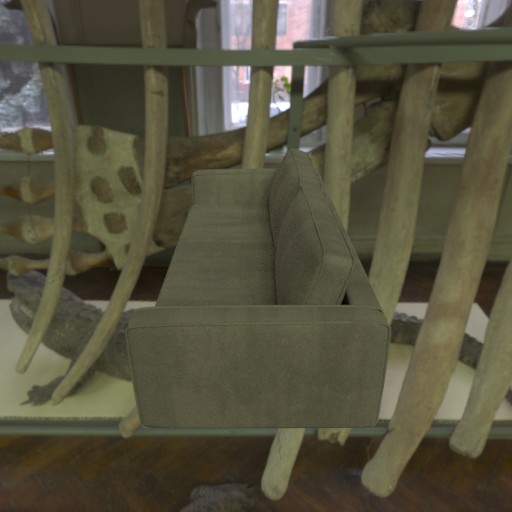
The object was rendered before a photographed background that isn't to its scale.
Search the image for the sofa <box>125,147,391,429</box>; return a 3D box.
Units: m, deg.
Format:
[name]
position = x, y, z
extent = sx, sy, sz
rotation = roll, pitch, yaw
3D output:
[sofa]
position = 0.000, 0.000, 2.413
extent = 0.924, 0.825, 1.920
rotation = 0, 27, 0
